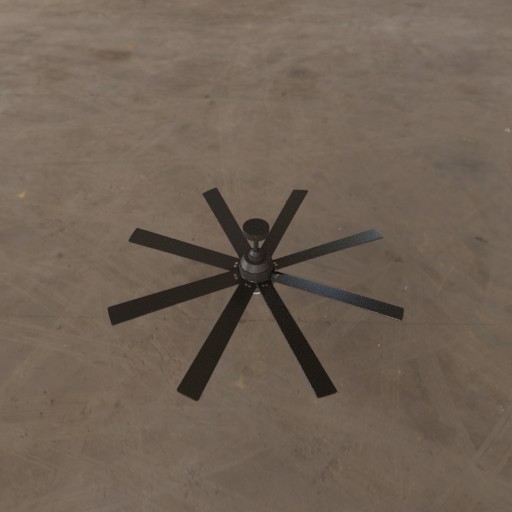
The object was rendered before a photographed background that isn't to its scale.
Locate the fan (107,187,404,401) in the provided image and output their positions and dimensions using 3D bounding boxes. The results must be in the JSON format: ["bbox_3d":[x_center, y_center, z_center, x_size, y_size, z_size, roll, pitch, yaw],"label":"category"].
[{"bbox_3d":[0.000,0.000,2.699,1.830,0.472,1.830,16,47,15],"label":"fan"}]
